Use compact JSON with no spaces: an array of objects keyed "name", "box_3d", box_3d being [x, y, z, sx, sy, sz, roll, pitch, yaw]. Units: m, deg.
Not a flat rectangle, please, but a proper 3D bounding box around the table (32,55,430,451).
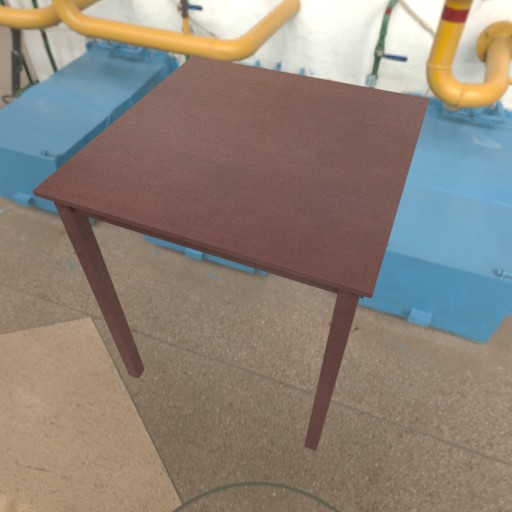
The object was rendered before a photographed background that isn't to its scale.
[{"name":"table","box_3d":[0.000,0.000,1.635,0.861,0.991,0.861,17,49,15]}]
